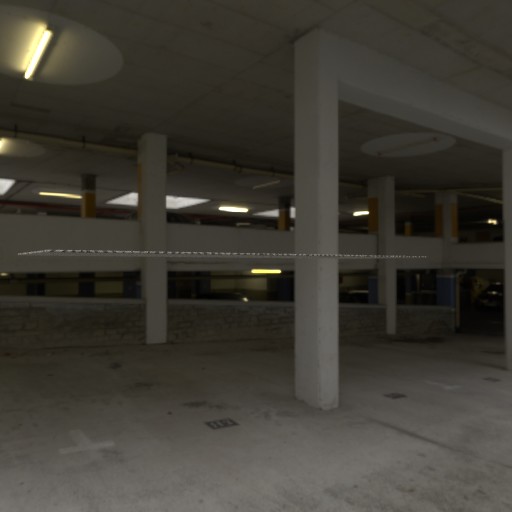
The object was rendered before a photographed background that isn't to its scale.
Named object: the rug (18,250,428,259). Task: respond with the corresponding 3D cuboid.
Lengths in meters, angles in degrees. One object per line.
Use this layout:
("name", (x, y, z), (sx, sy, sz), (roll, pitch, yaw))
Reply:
("rug", (0.000, 0.000, 2.475), (2.277, 0.008, 0.676), (1, -1, -36))
